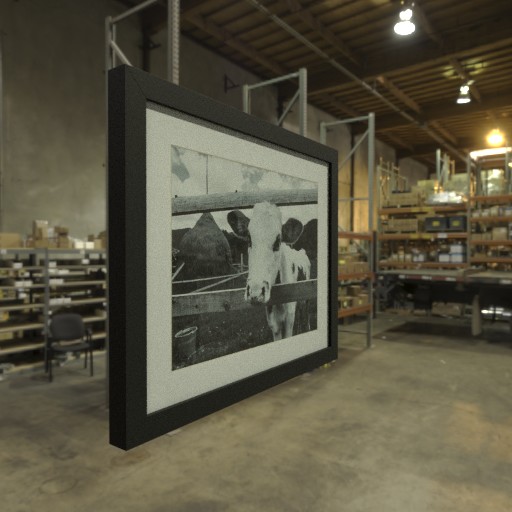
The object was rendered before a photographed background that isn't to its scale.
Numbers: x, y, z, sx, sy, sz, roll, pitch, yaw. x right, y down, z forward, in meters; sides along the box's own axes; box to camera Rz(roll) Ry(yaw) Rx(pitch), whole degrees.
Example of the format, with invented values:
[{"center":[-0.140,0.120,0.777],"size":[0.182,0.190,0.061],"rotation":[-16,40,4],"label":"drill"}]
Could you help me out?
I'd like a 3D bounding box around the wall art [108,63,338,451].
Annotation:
[{"center":[0.000,0.000,0.545],"size":[0.024,0.329,0.404],"rotation":[0,1,37],"label":"wall art"}]
